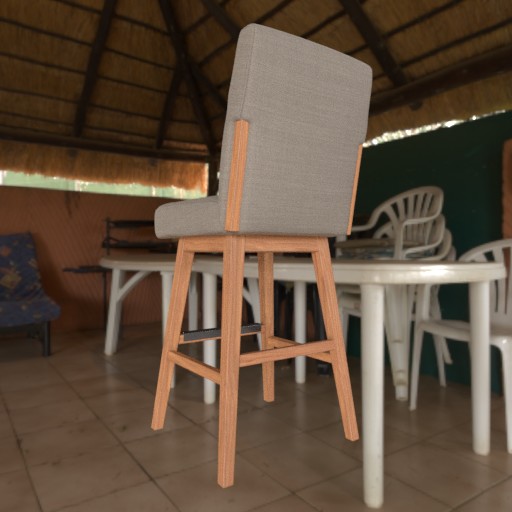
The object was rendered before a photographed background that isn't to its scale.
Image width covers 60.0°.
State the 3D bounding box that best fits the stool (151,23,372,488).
[{"bbox_3d":[0.000,0.000,1.363,0.483,1.112,0.570,-1,1,-36],"label":"stool"}]
